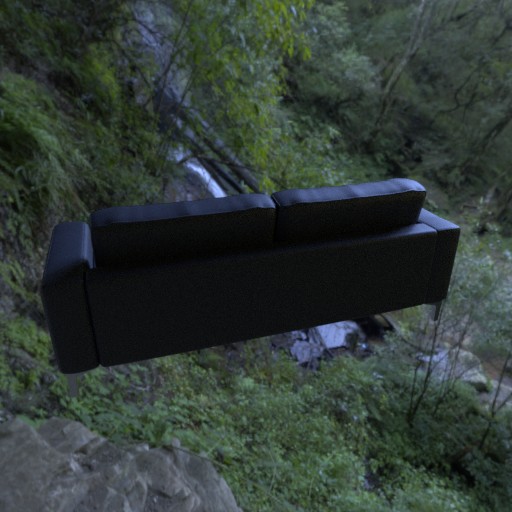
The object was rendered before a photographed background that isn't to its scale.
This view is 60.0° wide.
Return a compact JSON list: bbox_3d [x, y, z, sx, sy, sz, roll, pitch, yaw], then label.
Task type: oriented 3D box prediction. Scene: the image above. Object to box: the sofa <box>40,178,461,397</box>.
[{"bbox_3d":[0.000,0.000,2.662,2.275,0.893,0.833,-8,27,-17],"label":"sofa"}]
